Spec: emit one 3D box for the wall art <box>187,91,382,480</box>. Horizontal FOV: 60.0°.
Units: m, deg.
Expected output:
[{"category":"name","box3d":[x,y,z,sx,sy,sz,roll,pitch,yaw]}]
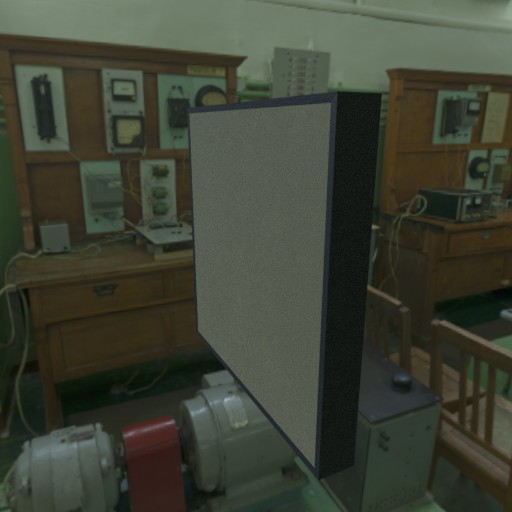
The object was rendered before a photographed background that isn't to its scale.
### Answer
[{"category":"wall art","box3d":[0.000,0.000,0.459,0.036,0.300,0.302,-8,18,-25]}]
